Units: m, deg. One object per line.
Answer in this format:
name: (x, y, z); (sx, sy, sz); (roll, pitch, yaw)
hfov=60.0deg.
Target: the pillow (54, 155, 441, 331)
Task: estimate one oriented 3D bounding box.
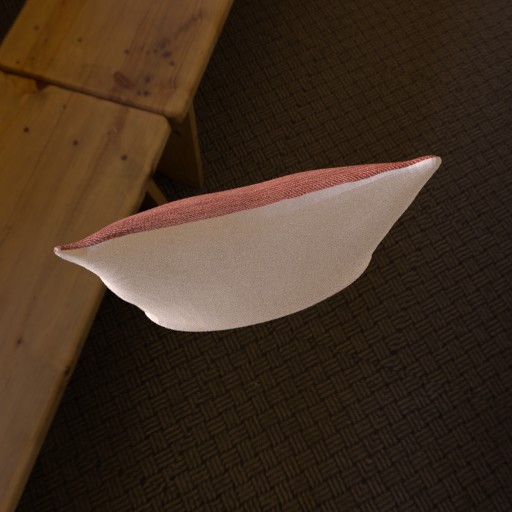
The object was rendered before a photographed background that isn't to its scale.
pillow: (0.000, 0.000, 0.680); (0.440, 0.441, 0.182); (-14, 74, -4)
